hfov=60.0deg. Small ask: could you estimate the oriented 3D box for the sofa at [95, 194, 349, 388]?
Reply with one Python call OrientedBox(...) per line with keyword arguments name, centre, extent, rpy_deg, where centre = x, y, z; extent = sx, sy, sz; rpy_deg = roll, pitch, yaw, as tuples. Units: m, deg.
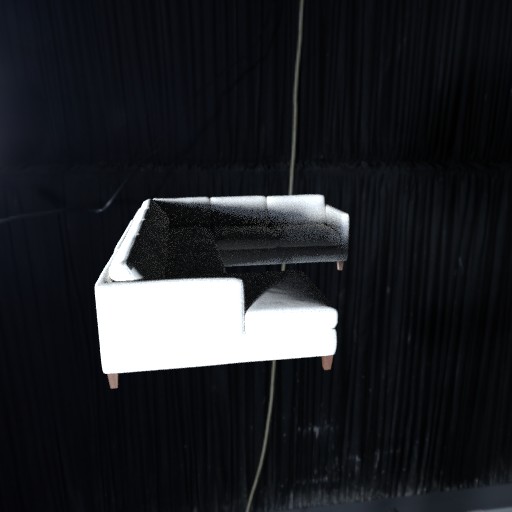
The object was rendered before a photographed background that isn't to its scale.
OrientedBox(name="sofa", centre=(0.000, 0.000, 4.450), extent=(2.551, 0.853, 3.238), rpy_deg=(-2, 15, -9))
